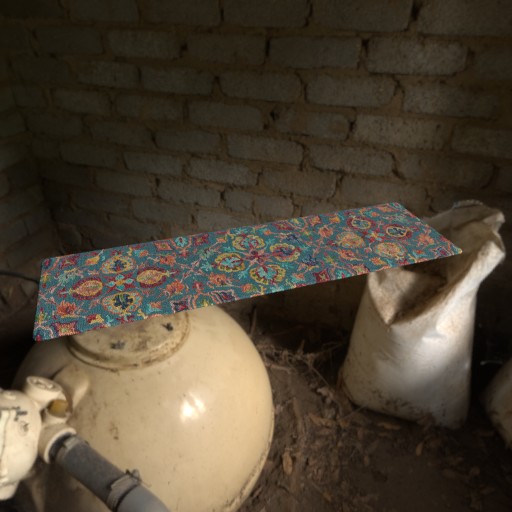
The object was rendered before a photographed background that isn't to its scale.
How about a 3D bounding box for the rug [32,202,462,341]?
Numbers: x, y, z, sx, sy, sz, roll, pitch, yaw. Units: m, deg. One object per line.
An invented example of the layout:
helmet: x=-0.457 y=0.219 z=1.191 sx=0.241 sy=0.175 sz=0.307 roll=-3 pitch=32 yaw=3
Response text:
rug: x=0.000 y=0.000 z=2.504 sx=2.286 sy=0.013 sz=0.686 roll=-10 pitch=34 yaw=-16
